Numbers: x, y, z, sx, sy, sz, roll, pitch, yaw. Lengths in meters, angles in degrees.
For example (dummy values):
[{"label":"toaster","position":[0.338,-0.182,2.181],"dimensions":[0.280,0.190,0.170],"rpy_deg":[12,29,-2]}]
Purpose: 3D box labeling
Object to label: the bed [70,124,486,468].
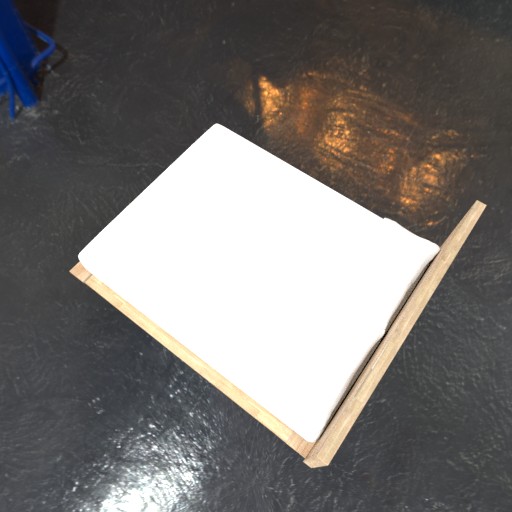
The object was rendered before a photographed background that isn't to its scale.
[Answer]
[{"label":"bed","position":[0.000,0.000,3.095],"dimensions":[2.145,1.071,1.759],"rpy_deg":[34,68,16]}]
